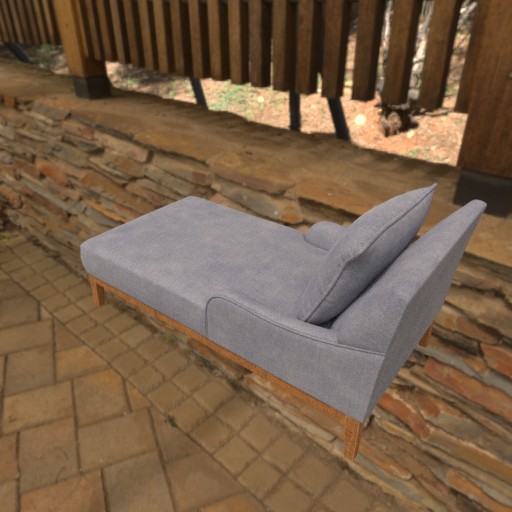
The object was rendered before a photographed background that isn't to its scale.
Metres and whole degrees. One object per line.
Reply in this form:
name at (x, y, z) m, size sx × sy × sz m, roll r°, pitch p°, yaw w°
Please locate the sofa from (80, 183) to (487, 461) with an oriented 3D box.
sofa at (0.000, 0.000, 2.216) m, size 1.779 × 0.883 × 0.904 m, roll 21°, pitch 36°, yaw 32°
